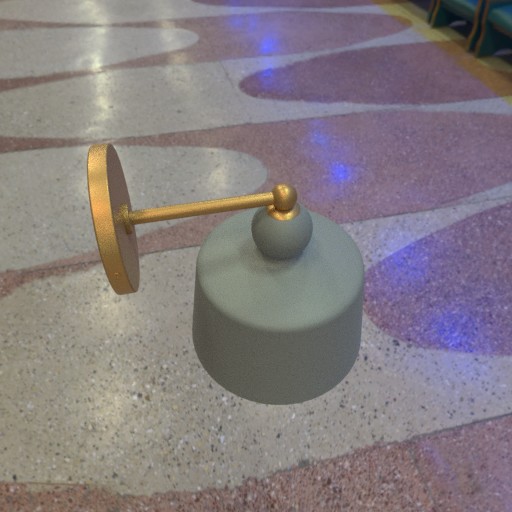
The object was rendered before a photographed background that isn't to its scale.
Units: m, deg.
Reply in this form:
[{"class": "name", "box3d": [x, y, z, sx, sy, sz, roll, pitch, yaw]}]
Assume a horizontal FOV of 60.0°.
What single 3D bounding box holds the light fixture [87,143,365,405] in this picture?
[{"class": "light fixture", "box3d": [0.000, 0.000, 0.442, 0.254, 0.268, 0.204, -9, 48, -8]}]
